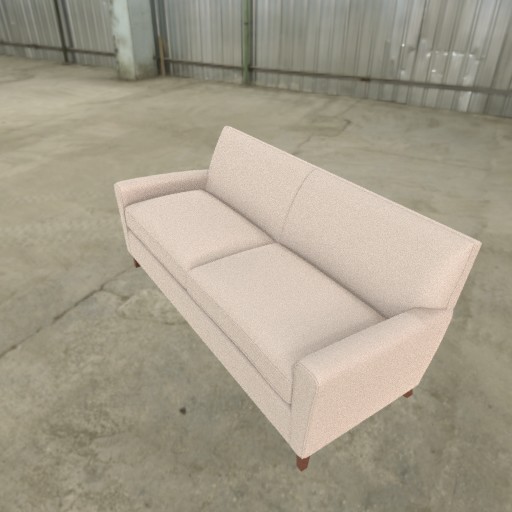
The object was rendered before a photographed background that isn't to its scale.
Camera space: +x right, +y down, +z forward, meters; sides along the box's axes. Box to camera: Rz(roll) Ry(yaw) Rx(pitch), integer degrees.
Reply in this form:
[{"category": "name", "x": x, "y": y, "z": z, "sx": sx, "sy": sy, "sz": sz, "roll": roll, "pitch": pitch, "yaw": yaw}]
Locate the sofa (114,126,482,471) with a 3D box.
[{"category": "sofa", "x": 0.000, "y": 0.000, "z": 2.424, "sx": 0.875, "sy": 0.846, "sz": 2.000, "roll": -20, "pitch": 38, "yaw": -28}]
